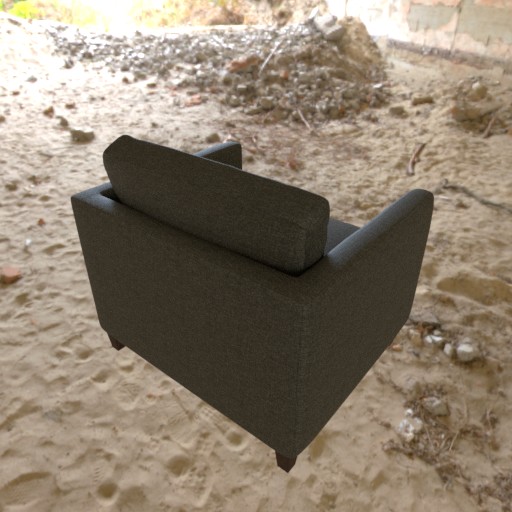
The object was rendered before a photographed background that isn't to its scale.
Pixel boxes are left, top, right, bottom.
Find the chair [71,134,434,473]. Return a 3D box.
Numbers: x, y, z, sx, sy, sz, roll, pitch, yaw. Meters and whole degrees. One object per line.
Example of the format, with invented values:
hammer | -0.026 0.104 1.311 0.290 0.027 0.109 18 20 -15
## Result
chair | 0.000 0.000 1.833 1.107 0.963 0.959 23 38 33
